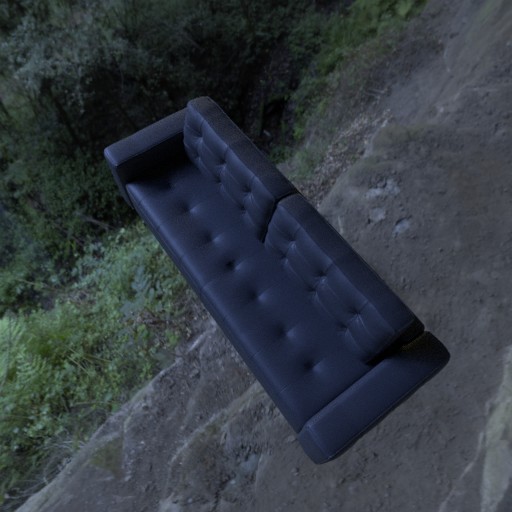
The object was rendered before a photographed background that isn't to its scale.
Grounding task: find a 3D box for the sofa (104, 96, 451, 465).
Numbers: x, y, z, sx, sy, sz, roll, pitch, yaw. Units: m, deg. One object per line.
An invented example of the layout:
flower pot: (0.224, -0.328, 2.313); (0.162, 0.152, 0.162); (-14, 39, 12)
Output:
sofa: (0.000, 0.000, 2.690); (0.833, 0.893, 2.275); (-33, 67, -16)
